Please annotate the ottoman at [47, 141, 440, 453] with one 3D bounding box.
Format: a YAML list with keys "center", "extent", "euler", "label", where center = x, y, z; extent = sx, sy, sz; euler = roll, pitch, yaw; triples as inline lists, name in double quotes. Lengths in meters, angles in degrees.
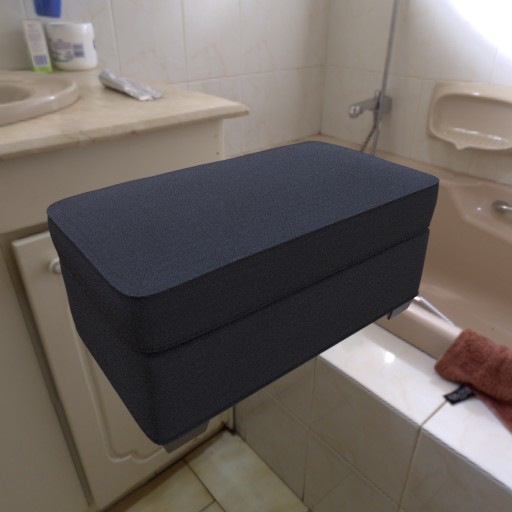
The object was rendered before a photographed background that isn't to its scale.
- center: [0.000, 0.000, 1.179]
  extent: [0.895, 0.453, 0.505]
  euler: [-21, 36, -32]
  label: "ottoman"
